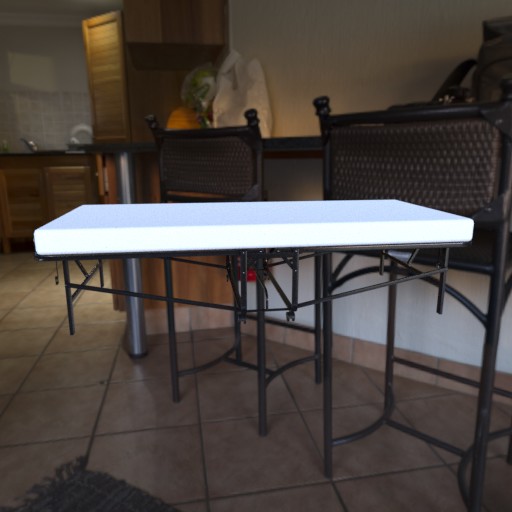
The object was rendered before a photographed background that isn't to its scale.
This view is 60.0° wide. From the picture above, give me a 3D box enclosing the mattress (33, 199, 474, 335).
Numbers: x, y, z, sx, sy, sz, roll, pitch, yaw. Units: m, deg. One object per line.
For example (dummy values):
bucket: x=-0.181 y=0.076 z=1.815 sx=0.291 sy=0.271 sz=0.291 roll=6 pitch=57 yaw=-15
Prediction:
mattress: x=0.000 y=0.000 z=2.546 sx=2.153 sy=0.519 sz=0.922 roll=-2 pitch=14 yaw=-8
